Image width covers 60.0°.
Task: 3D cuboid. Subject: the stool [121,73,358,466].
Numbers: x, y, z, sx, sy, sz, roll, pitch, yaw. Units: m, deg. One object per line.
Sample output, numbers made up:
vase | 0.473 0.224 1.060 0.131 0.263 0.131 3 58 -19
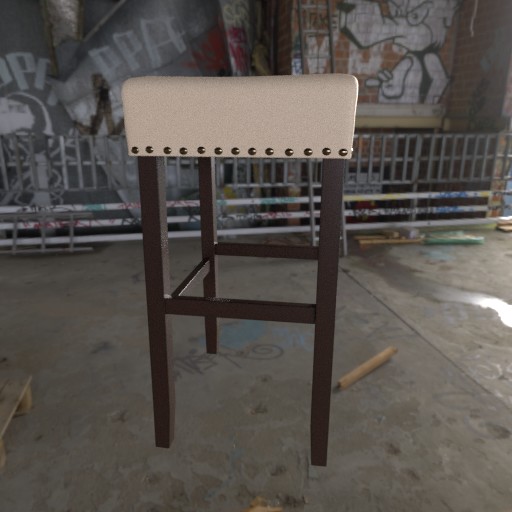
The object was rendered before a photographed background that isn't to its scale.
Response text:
stool | 0.000 0.000 1.047 0.401 0.762 0.471 3 17 9
